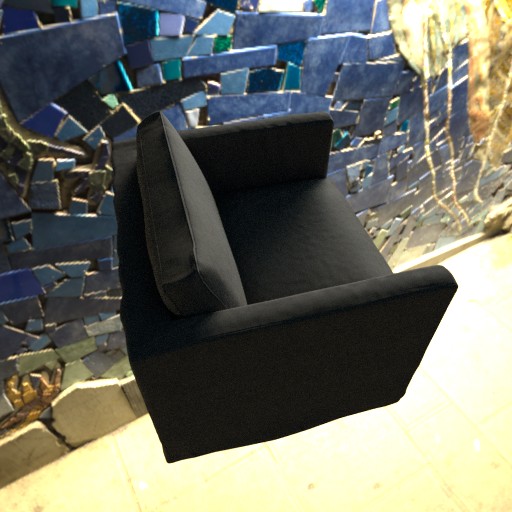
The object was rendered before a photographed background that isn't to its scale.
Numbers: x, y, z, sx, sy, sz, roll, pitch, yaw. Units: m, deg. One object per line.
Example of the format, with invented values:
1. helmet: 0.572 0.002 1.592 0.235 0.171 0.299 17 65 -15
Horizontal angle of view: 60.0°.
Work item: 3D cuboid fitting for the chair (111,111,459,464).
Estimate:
1. chair: 0.000 0.000 1.686 0.949 0.863 1.057 -11 47 -10
